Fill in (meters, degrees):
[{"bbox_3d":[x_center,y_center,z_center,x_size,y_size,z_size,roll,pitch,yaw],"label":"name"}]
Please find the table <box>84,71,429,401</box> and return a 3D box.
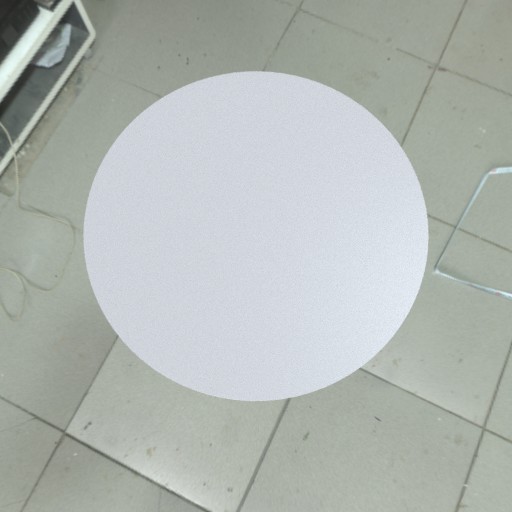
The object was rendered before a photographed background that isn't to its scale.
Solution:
[{"bbox_3d":[0.000,0.000,1.524,0.896,0.762,0.896,0,76,0],"label":"table"}]
